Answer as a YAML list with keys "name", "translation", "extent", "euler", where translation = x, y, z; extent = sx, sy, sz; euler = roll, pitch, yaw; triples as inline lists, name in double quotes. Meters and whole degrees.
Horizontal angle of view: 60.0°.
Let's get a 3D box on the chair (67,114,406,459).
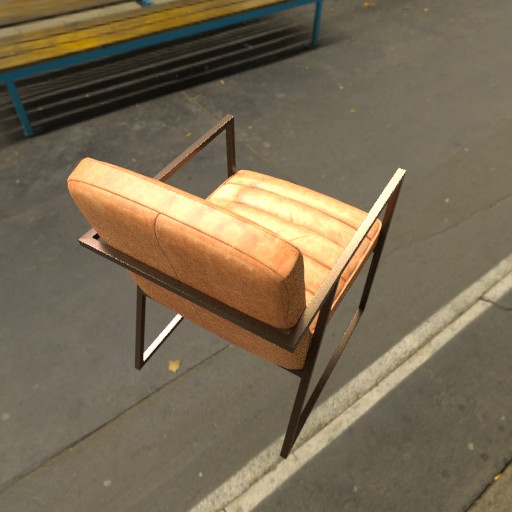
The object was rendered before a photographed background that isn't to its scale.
- name: "chair"
  translation: [0.000, 0.000, 1.243]
  extent: [0.571, 0.832, 0.677]
  euler: [24, 52, 20]
